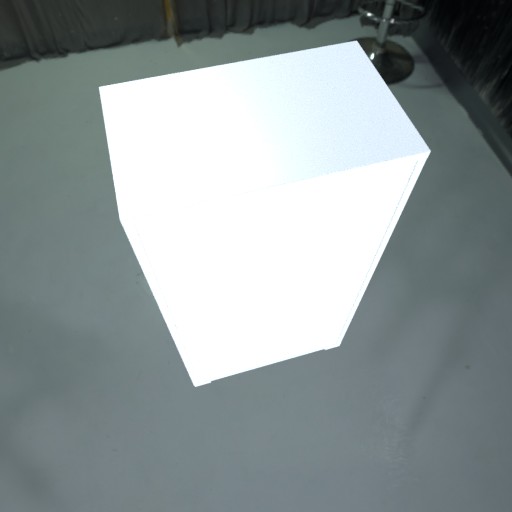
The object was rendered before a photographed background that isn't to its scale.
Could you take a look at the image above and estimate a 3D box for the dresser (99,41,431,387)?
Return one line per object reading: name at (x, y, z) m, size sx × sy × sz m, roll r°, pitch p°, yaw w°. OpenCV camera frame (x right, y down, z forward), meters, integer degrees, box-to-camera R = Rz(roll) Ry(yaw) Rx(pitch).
dresser at (0.000, 0.000, 1.492) m, size 0.650 × 1.190 × 0.400 m, roll -14°, pitch 60°, yaw -8°
